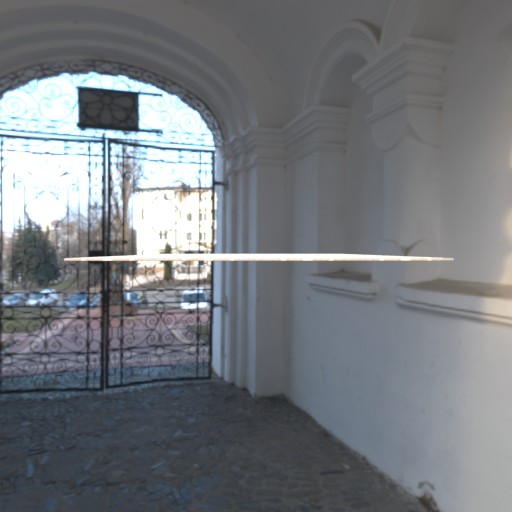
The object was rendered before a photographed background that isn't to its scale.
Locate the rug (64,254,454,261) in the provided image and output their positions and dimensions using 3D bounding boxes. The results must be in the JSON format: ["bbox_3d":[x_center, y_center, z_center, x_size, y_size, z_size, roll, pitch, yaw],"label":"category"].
[{"bbox_3d":[0.000,0.000,2.680,1.451,0.010,2.080,0,1,-1],"label":"rug"}]
